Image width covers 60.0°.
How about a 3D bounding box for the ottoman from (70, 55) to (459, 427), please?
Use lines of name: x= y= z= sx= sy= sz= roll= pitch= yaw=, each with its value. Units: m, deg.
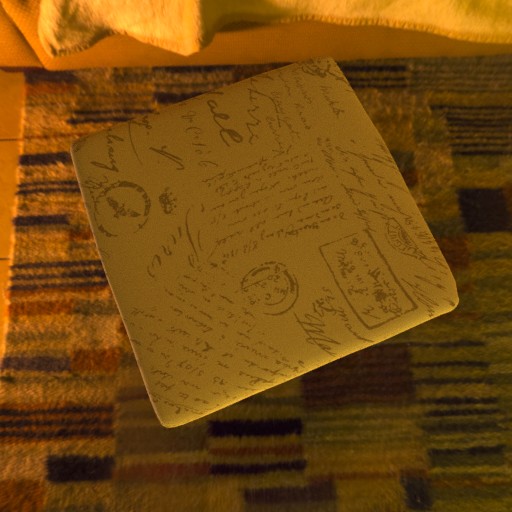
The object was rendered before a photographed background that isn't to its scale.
ottoman: x=0.000 y=0.000 z=0.825 sx=0.450 sy=0.457 sz=0.449 roll=-22 pitch=76 yaw=-6
